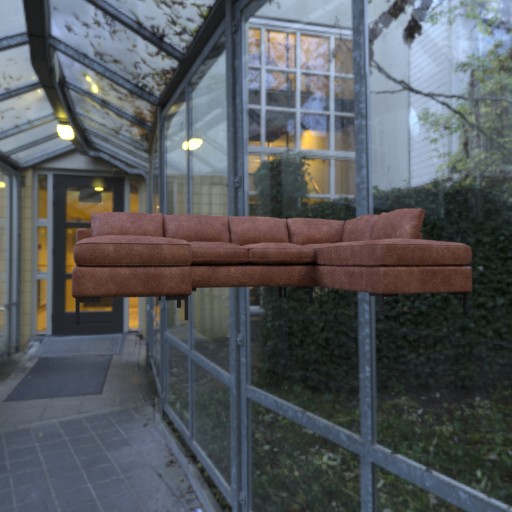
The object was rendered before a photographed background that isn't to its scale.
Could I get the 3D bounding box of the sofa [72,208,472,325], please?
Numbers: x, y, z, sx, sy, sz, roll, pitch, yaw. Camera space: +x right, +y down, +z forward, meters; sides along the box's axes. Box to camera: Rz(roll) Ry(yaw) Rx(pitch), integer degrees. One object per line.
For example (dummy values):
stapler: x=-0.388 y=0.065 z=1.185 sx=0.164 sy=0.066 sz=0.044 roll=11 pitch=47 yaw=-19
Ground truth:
sofa: x=0.000 y=0.000 z=3.911 sx=2.956 sy=0.900 sz=1.939 roll=0 pitch=-1 yaw=-19
